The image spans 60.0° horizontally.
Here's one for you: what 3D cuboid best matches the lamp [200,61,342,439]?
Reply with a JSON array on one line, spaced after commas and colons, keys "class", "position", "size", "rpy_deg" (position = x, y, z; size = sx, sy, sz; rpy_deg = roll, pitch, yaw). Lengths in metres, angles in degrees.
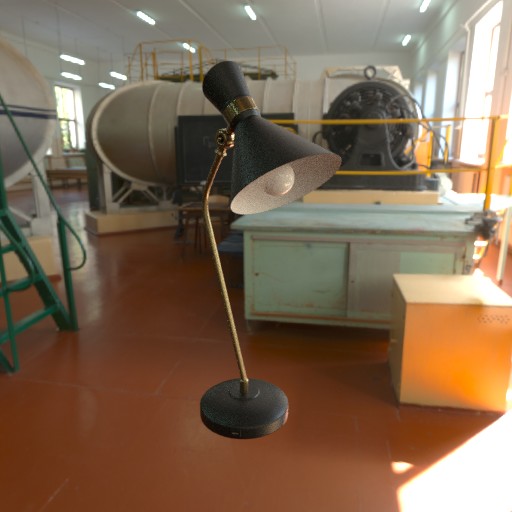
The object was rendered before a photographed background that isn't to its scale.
[{"class": "lamp", "position": [0.000, 0.000, 0.778], "size": [0.189, 0.647, 0.292], "rpy_deg": [-13, 19, -43]}]
